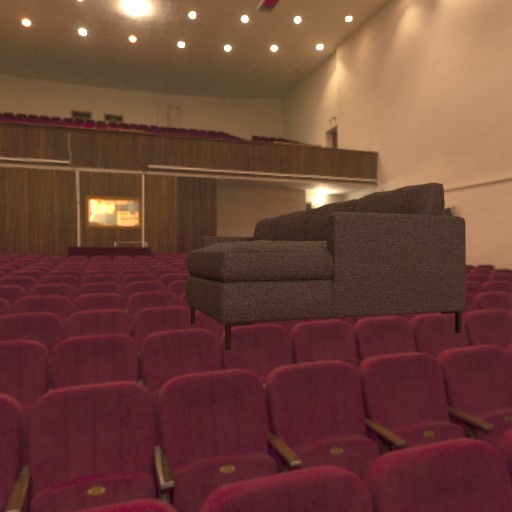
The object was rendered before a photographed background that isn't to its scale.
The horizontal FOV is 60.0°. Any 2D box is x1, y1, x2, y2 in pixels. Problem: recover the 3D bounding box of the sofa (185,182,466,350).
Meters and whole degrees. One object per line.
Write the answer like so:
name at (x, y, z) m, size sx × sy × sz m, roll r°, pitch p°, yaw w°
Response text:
sofa at (0.000, 0.000, 3.797) m, size 1.483 × 0.892 × 3.221 m, roll 0°, pitch 0°, yaw -19°
